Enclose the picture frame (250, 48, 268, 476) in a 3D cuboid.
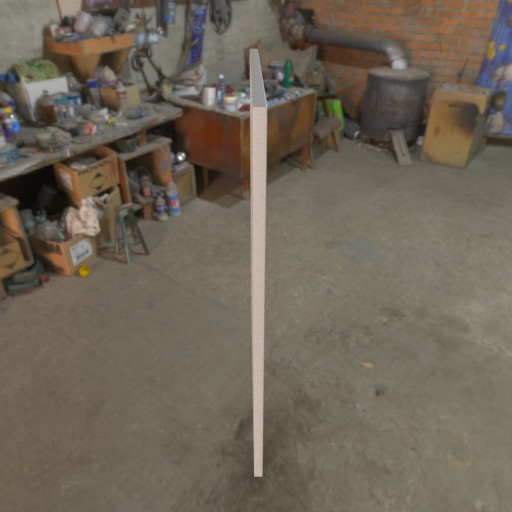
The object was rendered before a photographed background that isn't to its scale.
[{"bbox_3d":[0.000,0.000,0.677,0.012,0.534,0.381,-1,32,-1],"label":"picture frame"}]
